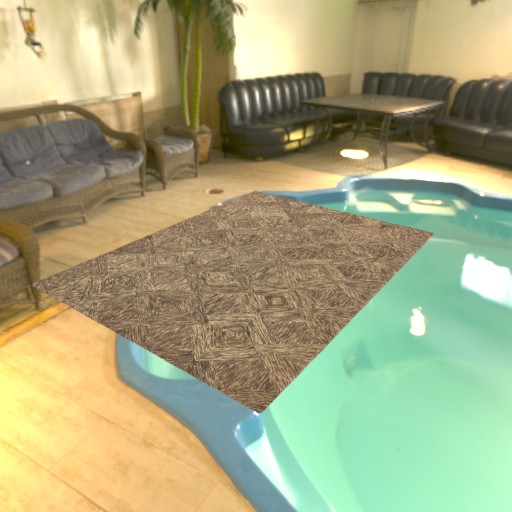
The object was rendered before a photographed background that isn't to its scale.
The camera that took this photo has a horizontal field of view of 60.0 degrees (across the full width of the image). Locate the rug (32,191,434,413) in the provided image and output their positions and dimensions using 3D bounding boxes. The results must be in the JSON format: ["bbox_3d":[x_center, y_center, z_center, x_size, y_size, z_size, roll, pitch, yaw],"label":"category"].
[{"bbox_3d":[0.000,0.000,4.301,2.448,0.017,3.204,18,32,32],"label":"rug"}]
